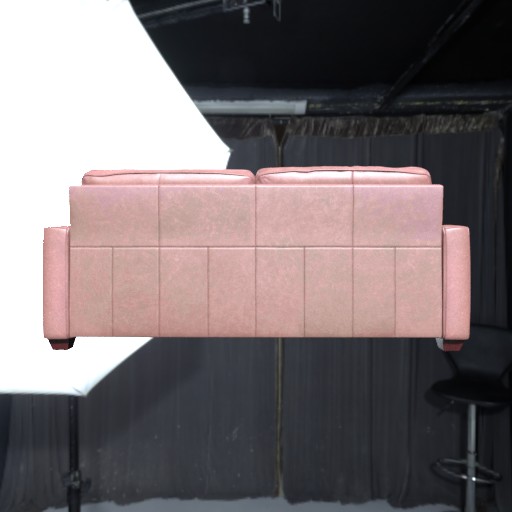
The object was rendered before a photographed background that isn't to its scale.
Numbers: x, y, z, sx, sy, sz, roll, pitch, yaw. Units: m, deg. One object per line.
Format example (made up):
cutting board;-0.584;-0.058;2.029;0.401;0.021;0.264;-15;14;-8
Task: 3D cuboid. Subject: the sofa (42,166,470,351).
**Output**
sofa;0.000;0.000;2.554;2.080;0.919;0.940;0;0;0
